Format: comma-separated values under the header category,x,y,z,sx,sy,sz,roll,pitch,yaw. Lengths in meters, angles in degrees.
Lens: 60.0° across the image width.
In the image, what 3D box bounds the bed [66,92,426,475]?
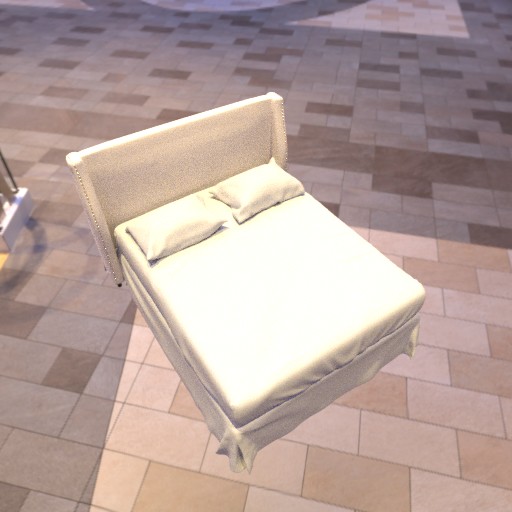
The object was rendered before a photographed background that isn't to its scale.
category,x,y,z,sx,sy,sz,roll,pitch,yaw
bed,0.000,0.000,3.444,1.925,1.332,2.276,-25,50,-23
